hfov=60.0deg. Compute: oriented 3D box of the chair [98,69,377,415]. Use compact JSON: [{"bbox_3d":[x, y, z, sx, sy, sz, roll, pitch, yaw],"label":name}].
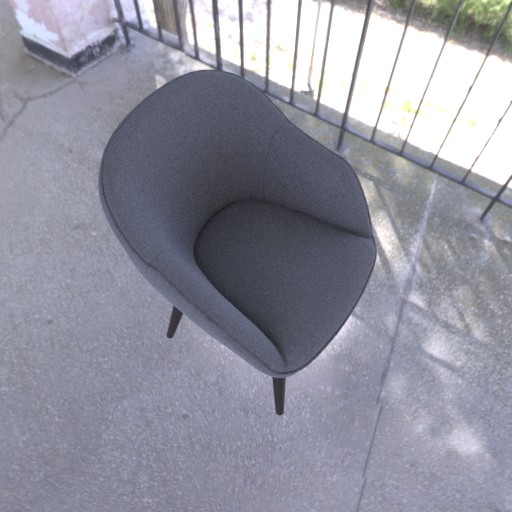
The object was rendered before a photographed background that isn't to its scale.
[{"bbox_3d":[0.000,0.000,1.249,0.611,0.810,0.589,30,63,17],"label":"chair"}]
